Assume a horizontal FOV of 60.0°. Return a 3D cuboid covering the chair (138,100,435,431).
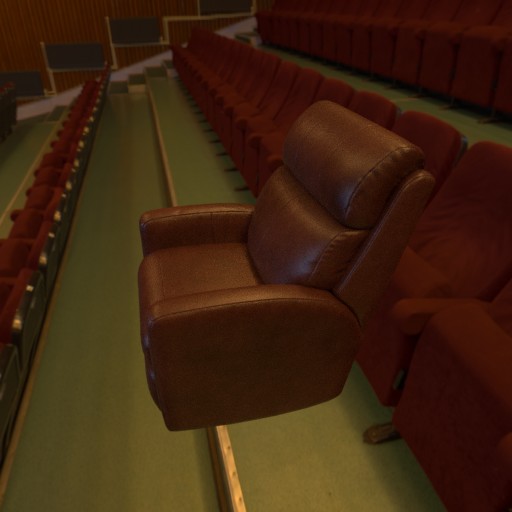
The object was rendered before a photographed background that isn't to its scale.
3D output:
[{"bbox_3d":[0.000,0.000,1.719,0.939,1.016,0.787,-7,32,-12],"label":"chair"}]
